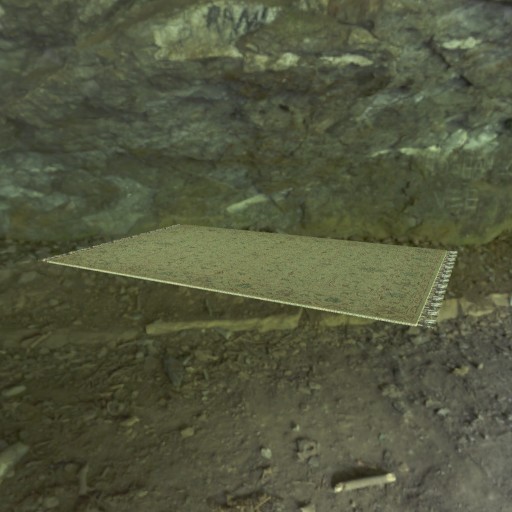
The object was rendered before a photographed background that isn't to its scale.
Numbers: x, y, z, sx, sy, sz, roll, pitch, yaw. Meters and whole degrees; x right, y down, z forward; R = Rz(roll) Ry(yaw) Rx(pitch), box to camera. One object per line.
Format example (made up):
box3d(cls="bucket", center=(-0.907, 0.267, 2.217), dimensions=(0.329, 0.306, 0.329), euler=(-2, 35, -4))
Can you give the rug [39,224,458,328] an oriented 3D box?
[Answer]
box3d(cls="rug", center=(0.000, 0.000, 3.024), dimensions=(2.435, 0.010, 1.544), euler=(7, 16, 26))
